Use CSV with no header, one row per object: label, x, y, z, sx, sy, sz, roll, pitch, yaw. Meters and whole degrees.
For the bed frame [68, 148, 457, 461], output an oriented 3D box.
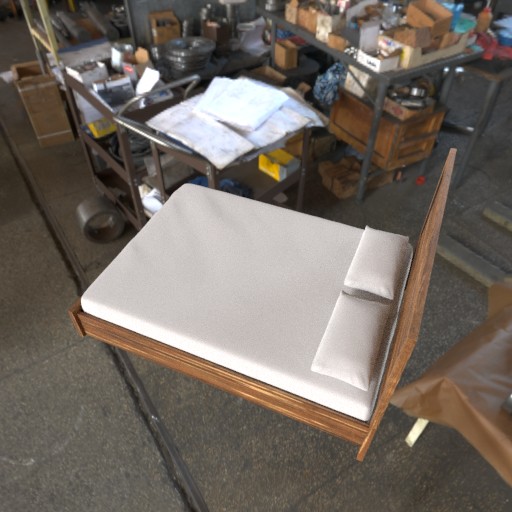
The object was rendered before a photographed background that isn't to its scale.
bed frame,0.000,0.000,3.310,2.276,1.417,1.696,17,48,16
